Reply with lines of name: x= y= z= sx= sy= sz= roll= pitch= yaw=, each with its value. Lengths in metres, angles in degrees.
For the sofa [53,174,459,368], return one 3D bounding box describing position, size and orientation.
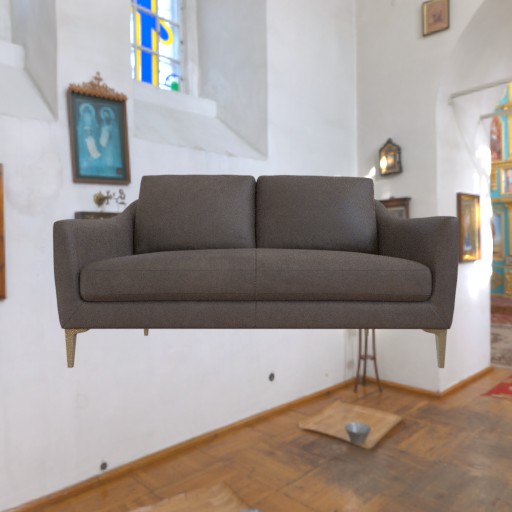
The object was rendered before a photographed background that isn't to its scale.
sofa: x=0.000 y=0.000 z=2.210 sx=1.619 sy=0.902 sz=0.960 roll=0 pitch=0 yaw=0
